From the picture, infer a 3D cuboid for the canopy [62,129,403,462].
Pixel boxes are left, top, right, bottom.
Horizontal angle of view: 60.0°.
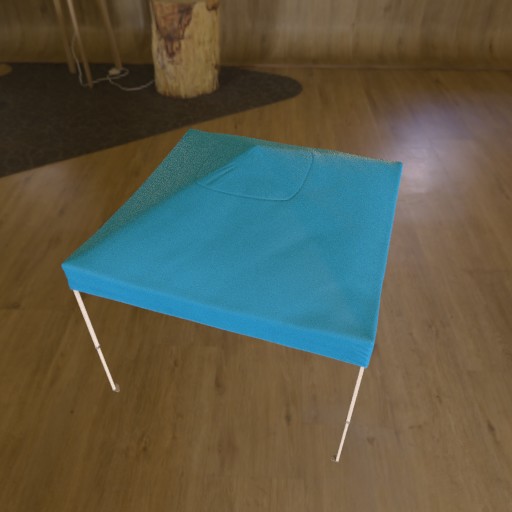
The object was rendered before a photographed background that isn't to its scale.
[{"bbox_3d":[0.000,0.000,5.452,2.996,2.997,2.998,12,44,13],"label":"canopy"}]
